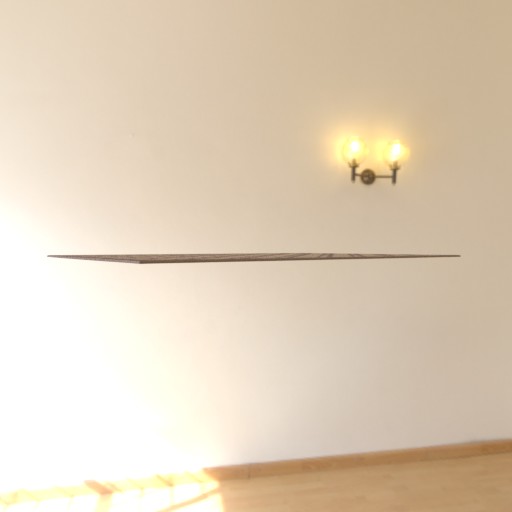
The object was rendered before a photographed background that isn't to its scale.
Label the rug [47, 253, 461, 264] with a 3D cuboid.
[{"bbox_3d":[0.000,0.000,2.950,2.260,0.013,1.600,-1,1,-36],"label":"rug"}]
